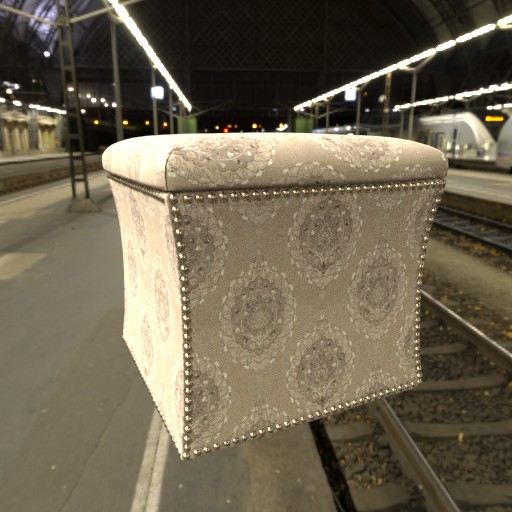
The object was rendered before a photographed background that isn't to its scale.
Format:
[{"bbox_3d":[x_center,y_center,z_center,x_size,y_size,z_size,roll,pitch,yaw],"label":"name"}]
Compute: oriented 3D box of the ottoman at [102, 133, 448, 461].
[{"bbox_3d":[0.000,0.000,0.885,0.507,0.473,0.497,-7,16,-26],"label":"ottoman"}]
